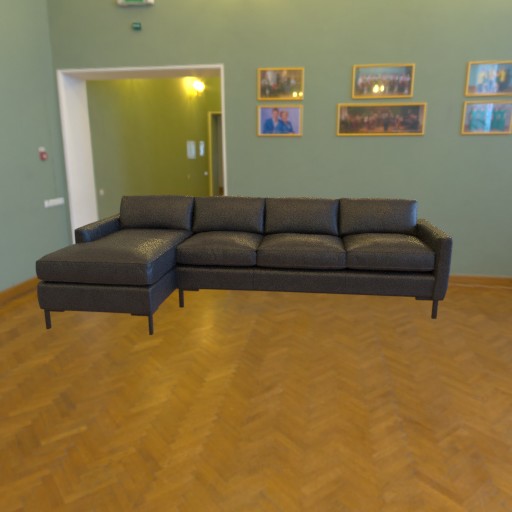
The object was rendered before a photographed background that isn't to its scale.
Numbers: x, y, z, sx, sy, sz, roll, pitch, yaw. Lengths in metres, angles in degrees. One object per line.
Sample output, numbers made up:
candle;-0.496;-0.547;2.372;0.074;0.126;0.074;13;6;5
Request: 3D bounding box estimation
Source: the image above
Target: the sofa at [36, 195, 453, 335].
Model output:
sofa;0.000;0.000;3.629;2.993;0.859;1.471;2;14;7
